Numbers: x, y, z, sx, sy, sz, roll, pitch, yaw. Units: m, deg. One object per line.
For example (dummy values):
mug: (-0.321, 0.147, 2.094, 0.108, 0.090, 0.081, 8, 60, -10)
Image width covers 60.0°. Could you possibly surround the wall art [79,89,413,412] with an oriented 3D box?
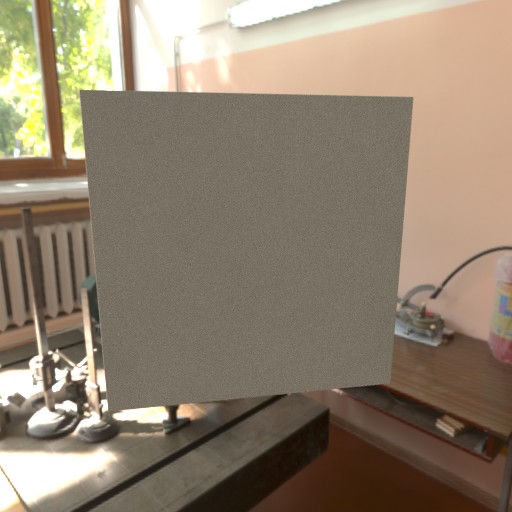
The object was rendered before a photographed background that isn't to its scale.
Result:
wall art: (0.000, 0.000, 1.106, 0.762, 0.762, 0.040, -3, 14, -10)
